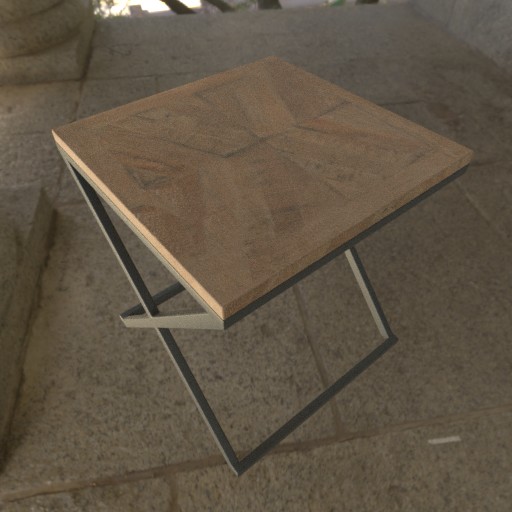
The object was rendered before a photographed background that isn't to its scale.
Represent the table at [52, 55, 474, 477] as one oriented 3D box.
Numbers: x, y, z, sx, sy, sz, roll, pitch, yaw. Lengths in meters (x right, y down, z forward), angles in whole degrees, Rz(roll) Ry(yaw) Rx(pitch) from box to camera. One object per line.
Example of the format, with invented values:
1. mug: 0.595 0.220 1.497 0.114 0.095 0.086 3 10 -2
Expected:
1. table: 0.000 0.000 0.926 0.499 0.550 0.498 -30 53 -26
